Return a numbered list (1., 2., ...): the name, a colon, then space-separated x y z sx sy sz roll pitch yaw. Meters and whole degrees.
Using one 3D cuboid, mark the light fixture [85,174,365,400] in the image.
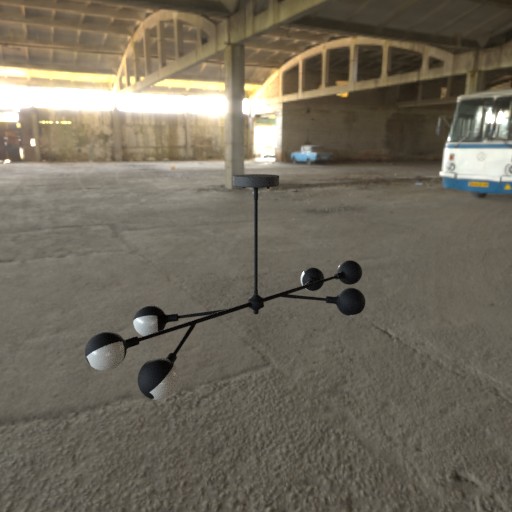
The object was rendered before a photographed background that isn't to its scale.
1. light fixture: 0.000 0.000 1.013 0.778 0.362 0.434 -7 16 -26
